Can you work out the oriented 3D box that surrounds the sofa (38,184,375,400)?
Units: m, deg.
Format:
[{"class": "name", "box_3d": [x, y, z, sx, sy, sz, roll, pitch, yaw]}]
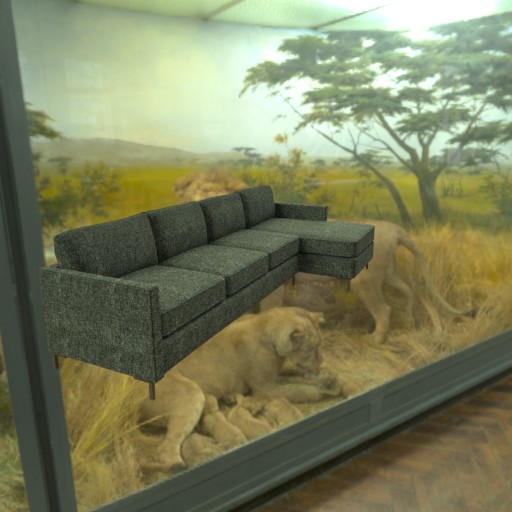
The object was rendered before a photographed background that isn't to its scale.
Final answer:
[{"class": "sofa", "box_3d": [0.000, 0.000, 4.073, 1.488, 0.970, 3.384, 7, 17, 25]}]
